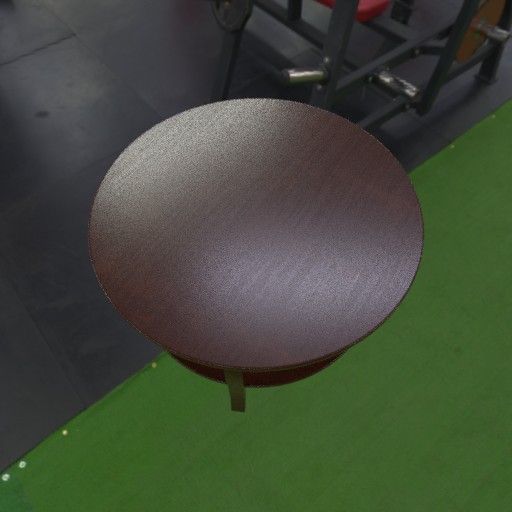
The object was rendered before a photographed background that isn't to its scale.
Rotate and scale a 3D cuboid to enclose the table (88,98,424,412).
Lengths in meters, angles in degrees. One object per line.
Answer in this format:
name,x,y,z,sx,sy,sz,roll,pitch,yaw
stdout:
table,0.000,0.000,1.438,0.911,0.512,0.911,0,58,0
